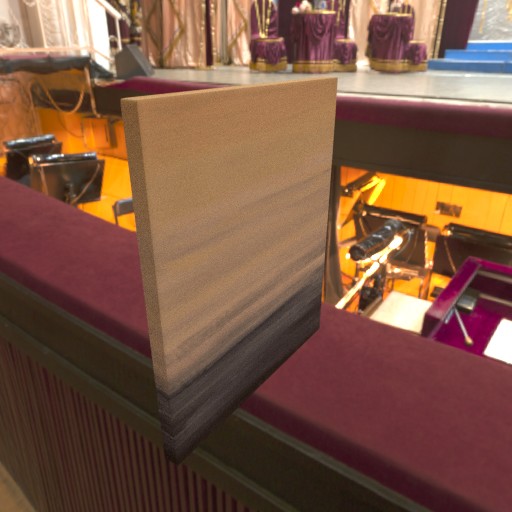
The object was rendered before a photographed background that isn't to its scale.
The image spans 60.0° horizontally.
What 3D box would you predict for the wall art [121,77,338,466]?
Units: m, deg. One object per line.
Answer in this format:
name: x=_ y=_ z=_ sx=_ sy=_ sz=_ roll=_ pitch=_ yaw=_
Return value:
wall art: x=0.000 y=0.000 z=0.983 sx=0.041 sy=0.710 sz=0.608 roll=17 pitch=30 yaw=32
